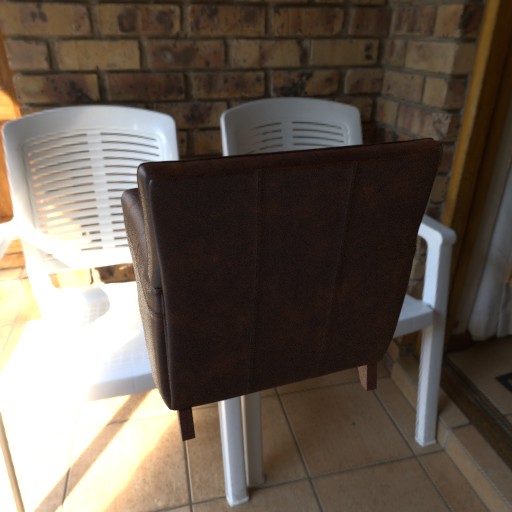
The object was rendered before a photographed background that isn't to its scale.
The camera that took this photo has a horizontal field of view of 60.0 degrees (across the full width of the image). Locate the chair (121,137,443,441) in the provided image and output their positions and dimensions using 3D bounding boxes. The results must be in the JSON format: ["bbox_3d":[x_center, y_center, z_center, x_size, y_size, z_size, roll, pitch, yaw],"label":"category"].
[{"bbox_3d":[0.000,0.000,1.619,0.870,0.943,0.823,-9,28,-17],"label":"chair"}]
